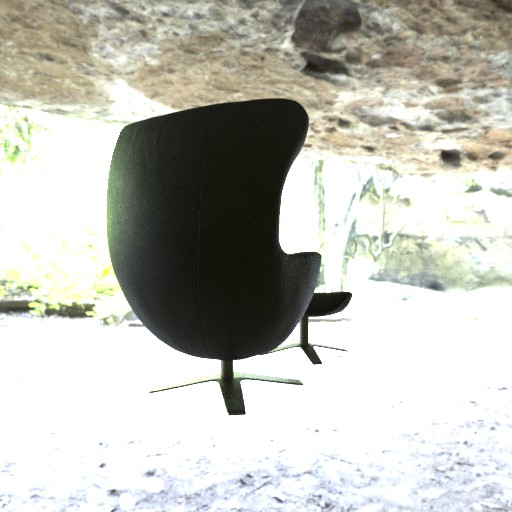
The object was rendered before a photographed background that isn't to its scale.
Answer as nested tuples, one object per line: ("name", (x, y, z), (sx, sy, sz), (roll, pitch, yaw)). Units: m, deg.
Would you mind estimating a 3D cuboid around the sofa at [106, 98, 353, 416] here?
("sofa", (0.000, 0.000, 2.112), (0.894, 1.135, 1.444), (1, 1, 35))
